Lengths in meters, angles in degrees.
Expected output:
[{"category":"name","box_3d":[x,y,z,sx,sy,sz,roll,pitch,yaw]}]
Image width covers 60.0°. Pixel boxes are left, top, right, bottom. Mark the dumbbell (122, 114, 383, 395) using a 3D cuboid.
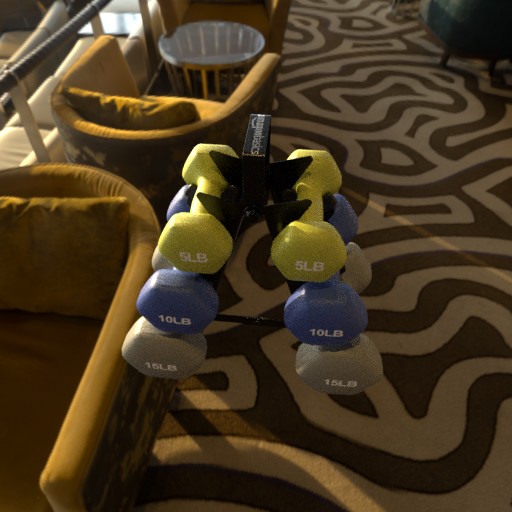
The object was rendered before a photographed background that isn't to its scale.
[{"category":"dumbbell","box_3d":[0.000,0.000,0.678,0.416,0.426,0.261,4,47,4]}]
